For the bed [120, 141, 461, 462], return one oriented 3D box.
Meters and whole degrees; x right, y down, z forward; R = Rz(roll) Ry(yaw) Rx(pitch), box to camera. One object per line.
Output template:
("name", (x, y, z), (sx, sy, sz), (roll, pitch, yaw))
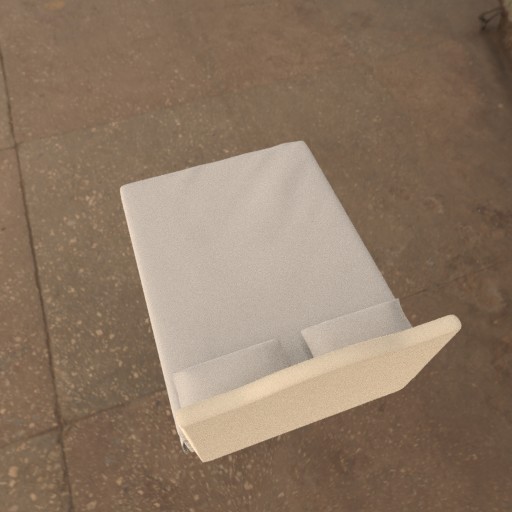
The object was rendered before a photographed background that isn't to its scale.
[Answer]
("bed", (0.000, 0.000, 3.580), (1.977, 1.437, 2.477), (-16, 59, -10))
